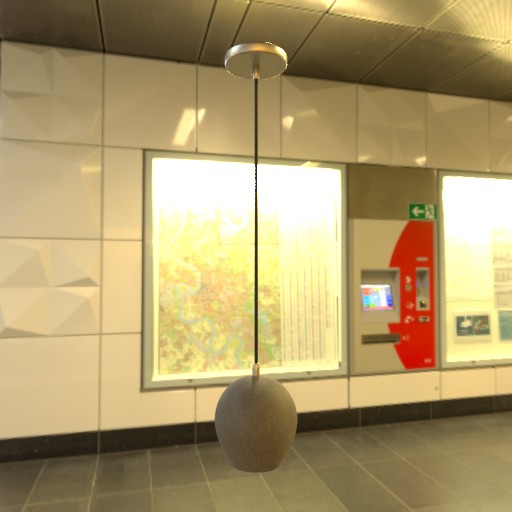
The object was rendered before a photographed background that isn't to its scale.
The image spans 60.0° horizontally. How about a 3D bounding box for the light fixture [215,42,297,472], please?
[{"bbox_3d":[0.000,0.000,0.835,0.153,0.760,0.153,1,-2,-35],"label":"light fixture"}]
